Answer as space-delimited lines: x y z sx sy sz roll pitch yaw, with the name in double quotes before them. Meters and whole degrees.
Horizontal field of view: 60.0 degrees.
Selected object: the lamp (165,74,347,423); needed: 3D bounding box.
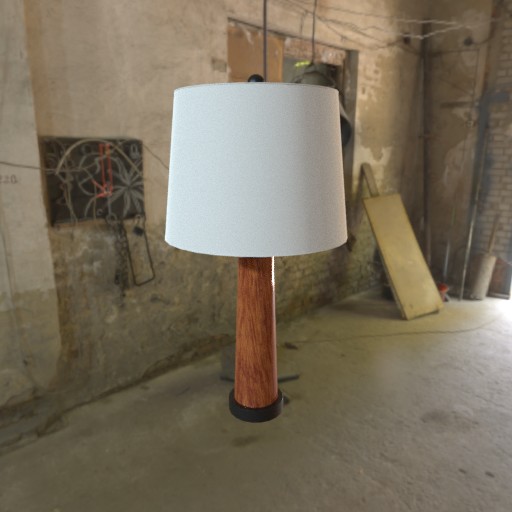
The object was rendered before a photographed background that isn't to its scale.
"lamp" 0.000 0.000 0.870 0.349 0.667 0.349 0 14 0
